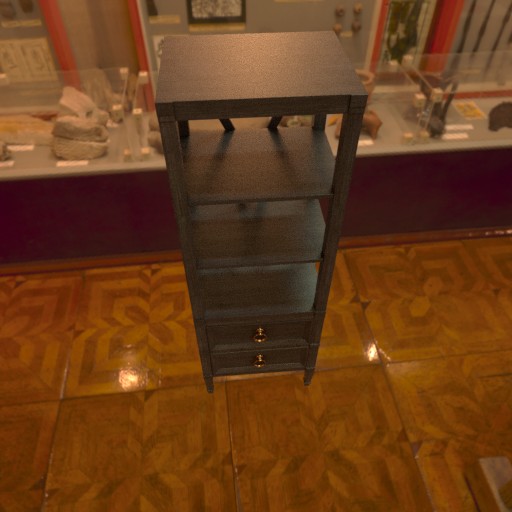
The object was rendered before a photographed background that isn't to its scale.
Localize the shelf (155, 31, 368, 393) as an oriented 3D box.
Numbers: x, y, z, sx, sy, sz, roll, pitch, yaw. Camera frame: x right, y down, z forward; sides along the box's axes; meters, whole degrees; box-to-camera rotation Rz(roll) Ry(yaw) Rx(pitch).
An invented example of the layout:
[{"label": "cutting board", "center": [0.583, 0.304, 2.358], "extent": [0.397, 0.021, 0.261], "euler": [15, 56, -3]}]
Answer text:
[{"label": "shelf", "center": [0.000, 0.000, 1.988], "extent": [0.584, 1.727, 0.472], "euler": [-4, 47, -3]}]
